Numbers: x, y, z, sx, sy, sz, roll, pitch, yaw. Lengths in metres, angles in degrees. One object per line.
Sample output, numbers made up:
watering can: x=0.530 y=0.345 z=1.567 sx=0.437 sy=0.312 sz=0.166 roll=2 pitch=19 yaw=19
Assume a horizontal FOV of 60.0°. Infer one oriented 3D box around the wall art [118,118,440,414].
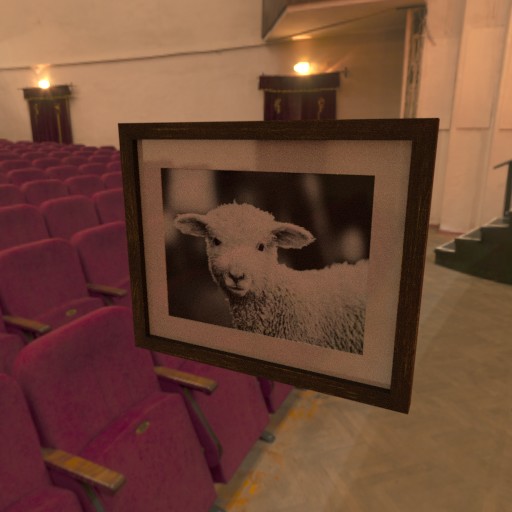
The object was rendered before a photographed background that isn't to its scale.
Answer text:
wall art: x=0.000 y=0.000 z=0.785 sx=0.558 sy=0.457 sz=0.032 roll=7 pitch=17 yaw=25
